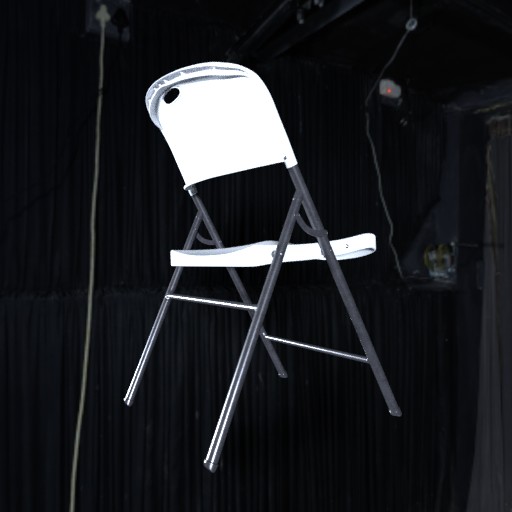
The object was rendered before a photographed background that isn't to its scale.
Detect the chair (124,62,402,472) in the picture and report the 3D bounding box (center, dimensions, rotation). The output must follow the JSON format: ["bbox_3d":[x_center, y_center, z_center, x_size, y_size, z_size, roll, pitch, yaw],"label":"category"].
[{"bbox_3d":[0.000,0.000,1.171,0.566,0.810,0.494,1,-1,-35],"label":"chair"}]
